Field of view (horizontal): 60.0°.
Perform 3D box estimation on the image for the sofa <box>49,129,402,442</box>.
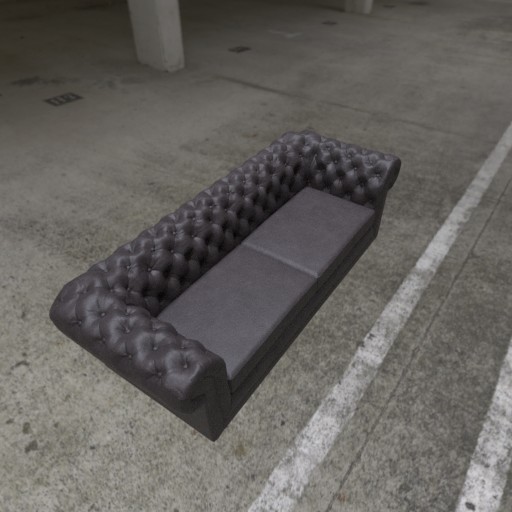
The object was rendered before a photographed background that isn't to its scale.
[{"bbox_3d":[0.000,0.000,2.858,0.944,0.783,2.385,24,46,26],"label":"sofa"}]
